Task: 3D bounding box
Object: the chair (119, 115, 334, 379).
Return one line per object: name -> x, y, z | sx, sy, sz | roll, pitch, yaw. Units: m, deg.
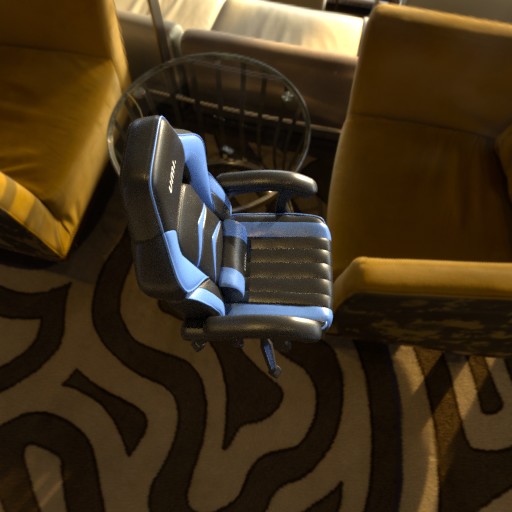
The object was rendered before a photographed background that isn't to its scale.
chair -> 0.000, 0.000, 1.702 | 0.700, 1.280, 0.700 | 2, 65, 1
